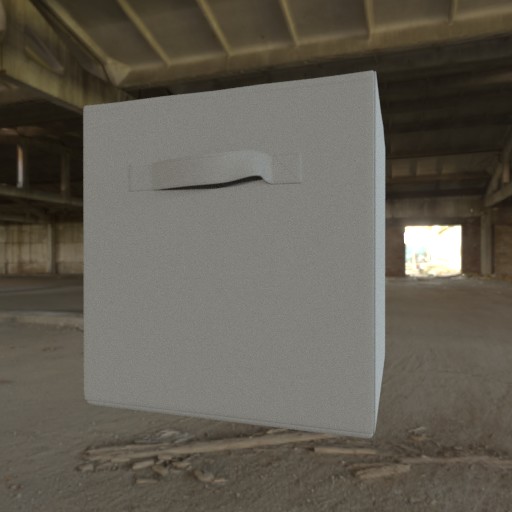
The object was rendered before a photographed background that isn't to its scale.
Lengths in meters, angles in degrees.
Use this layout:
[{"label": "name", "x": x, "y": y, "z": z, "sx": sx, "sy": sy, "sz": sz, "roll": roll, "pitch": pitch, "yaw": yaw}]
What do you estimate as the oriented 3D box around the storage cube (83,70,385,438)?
[{"label": "storage cube", "x": 0.000, "y": 0.000, "z": 0.485, "sx": 0.270, "sy": 0.280, "sz": 0.270, "roll": 0, "pitch": 0, "yaw": 18}]
